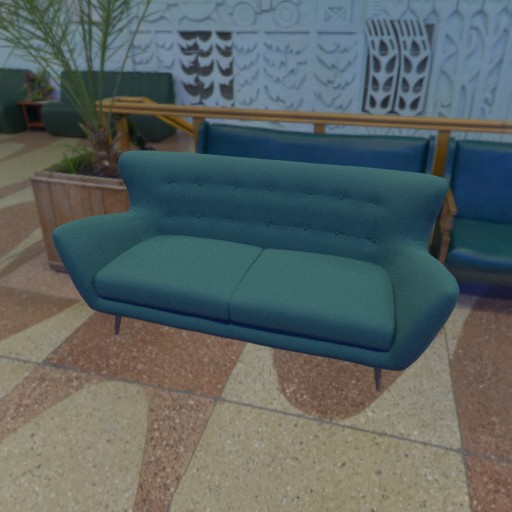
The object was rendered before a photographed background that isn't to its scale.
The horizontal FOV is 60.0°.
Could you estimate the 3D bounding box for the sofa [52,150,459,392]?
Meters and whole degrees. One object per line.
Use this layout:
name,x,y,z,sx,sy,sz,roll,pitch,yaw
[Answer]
sofa,0.000,0.000,2.397,1.930,0.890,0.889,8,28,16
